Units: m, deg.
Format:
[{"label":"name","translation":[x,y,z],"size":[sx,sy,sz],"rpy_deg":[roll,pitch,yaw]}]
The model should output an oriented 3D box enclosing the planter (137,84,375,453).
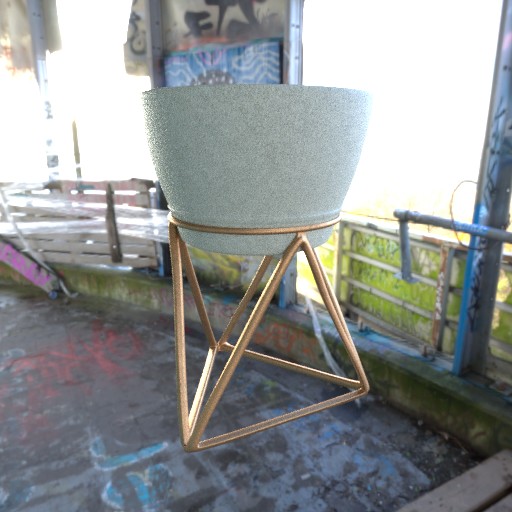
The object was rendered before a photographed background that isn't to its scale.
[{"label":"planter","translation":[0.000,0.000,0.740],"size":[0.350,0.504,0.350],"rpy_deg":[-8,17,-27]}]
